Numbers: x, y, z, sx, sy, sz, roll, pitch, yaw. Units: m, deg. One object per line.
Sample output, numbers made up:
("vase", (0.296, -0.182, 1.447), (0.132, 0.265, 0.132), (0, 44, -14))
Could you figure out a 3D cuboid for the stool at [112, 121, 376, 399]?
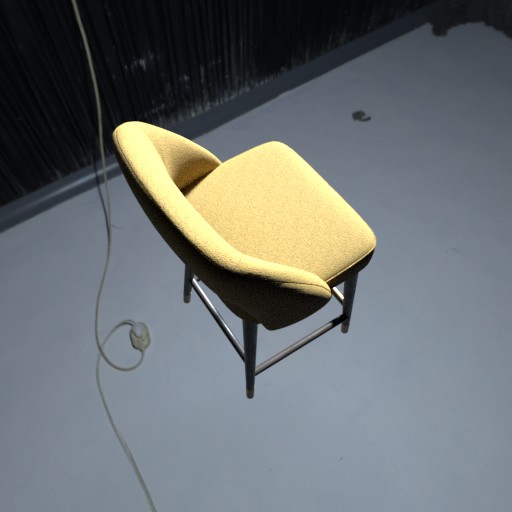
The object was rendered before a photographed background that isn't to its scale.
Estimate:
("stool", (0.000, 0.000, 1.272), (0.522, 0.939, 0.536), (-30, 63, -17))
